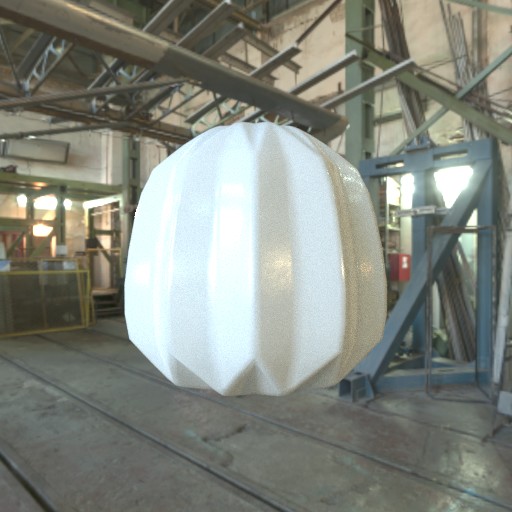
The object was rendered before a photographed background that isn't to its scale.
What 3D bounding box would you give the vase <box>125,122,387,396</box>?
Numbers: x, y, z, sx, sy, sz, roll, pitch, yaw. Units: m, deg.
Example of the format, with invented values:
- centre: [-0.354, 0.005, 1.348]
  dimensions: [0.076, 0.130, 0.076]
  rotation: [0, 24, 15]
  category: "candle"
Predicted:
- centre: [0.000, 0.000, 0.244]
  dimensions: [0.139, 0.134, 0.139]
  rotation: [0, 0, 0]
  category: "vase"
